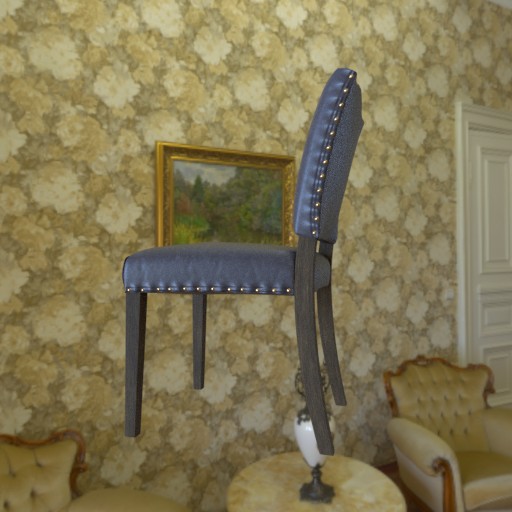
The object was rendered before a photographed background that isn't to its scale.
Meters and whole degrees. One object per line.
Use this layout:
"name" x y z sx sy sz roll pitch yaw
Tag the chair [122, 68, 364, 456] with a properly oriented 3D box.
"chair" 0.000 0.000 1.366 0.633 0.991 0.500 0 0 16
